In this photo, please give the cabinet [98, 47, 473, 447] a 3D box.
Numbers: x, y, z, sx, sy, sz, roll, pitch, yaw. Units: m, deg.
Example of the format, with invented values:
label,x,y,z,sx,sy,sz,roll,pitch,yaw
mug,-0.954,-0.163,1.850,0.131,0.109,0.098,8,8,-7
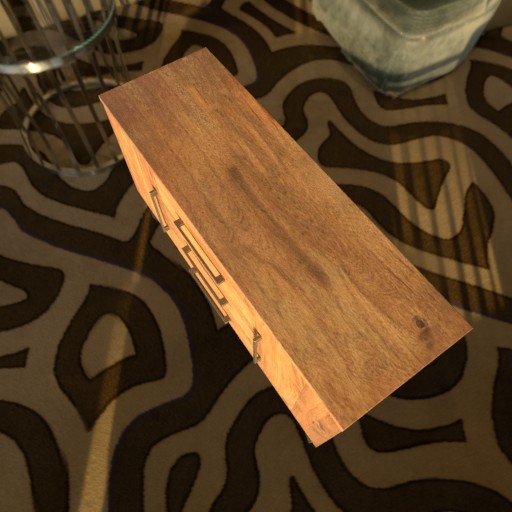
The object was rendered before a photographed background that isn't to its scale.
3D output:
label,x,y,z,sx,sy,sz,roll,pitch,yaw
cabinet,0.000,0.000,1.754,0.480,0.812,1.373,-32,67,-15
